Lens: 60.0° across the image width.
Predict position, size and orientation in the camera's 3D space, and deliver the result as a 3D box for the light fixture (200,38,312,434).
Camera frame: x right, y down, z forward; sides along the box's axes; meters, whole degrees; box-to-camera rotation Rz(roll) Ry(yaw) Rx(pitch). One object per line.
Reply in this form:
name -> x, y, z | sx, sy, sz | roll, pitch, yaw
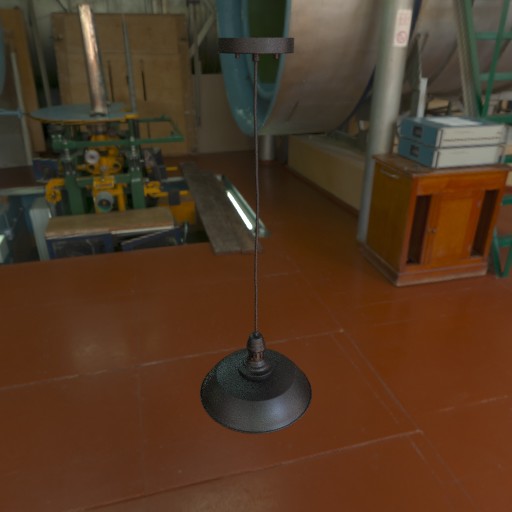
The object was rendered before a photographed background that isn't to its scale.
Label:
light fixture -> 0.000, 0.000, 1.124 | 0.331, 0.993, 0.331 | 9, 27, 17
